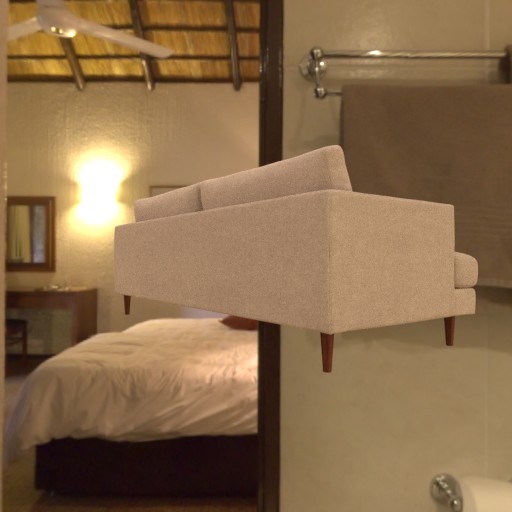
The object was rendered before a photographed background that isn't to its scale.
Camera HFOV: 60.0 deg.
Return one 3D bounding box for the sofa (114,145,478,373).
[{"bbox_3d":[0.000,0.000,2.734,1.020,0.868,2.250,0,0,-36],"label":"sofa"}]
